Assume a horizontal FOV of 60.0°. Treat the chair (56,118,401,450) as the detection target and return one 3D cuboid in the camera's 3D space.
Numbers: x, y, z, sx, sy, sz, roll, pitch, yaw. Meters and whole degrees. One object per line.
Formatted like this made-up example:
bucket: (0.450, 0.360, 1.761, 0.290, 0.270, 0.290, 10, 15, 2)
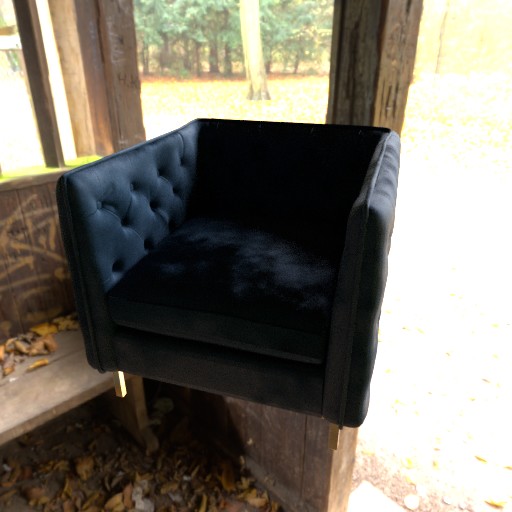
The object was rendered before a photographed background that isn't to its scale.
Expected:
chair: (0.000, 0.000, 1.518, 0.868, 0.771, 0.877, 8, 27, 16)
